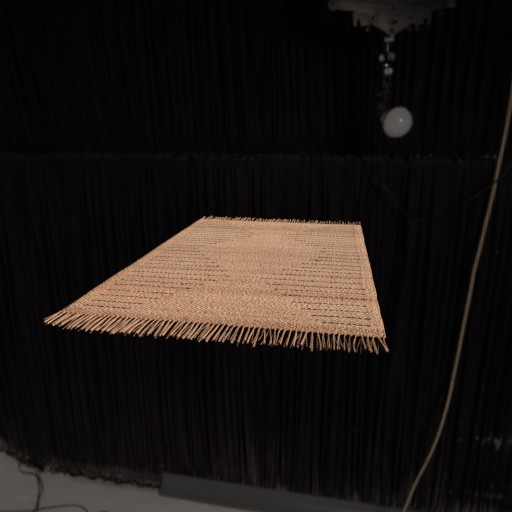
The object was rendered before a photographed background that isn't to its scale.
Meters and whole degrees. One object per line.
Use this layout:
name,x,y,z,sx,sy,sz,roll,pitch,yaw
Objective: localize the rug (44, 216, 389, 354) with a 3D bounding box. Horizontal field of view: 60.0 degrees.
rug,0.000,0.000,2.466,1.224,0.027,2.085,3,16,10
